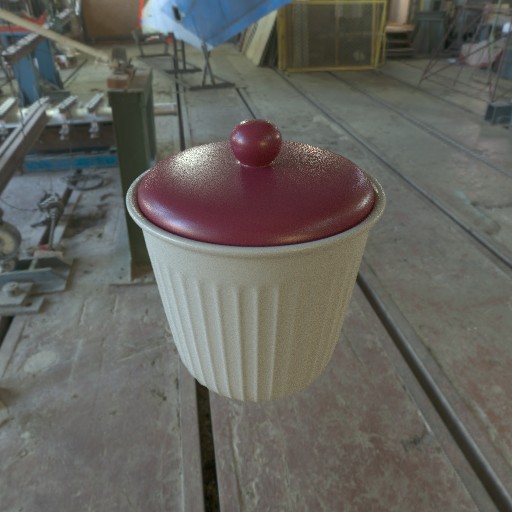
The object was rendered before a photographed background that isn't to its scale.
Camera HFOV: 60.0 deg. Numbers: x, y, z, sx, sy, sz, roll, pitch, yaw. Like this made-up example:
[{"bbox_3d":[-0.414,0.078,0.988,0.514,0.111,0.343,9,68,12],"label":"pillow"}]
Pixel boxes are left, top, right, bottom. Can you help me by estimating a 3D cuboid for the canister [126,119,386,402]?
[{"bbox_3d":[0.000,0.000,0.348,0.181,0.211,0.181,0,32,0],"label":"canister"}]
